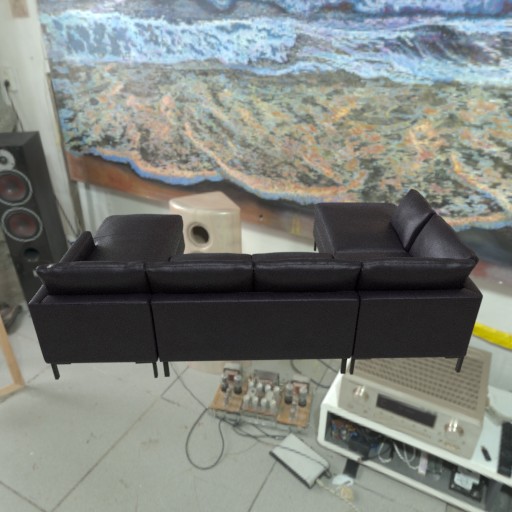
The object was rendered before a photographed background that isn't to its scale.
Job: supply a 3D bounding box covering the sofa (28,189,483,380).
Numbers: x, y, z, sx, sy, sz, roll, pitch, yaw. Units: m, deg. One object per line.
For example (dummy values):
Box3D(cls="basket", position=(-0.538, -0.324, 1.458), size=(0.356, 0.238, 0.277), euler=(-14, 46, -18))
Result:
Box3D(cls="sofa", position=(0.000, 0.000, 3.755), size=(2.956, 0.900, 1.939), euler=(-1, 29, -1))
